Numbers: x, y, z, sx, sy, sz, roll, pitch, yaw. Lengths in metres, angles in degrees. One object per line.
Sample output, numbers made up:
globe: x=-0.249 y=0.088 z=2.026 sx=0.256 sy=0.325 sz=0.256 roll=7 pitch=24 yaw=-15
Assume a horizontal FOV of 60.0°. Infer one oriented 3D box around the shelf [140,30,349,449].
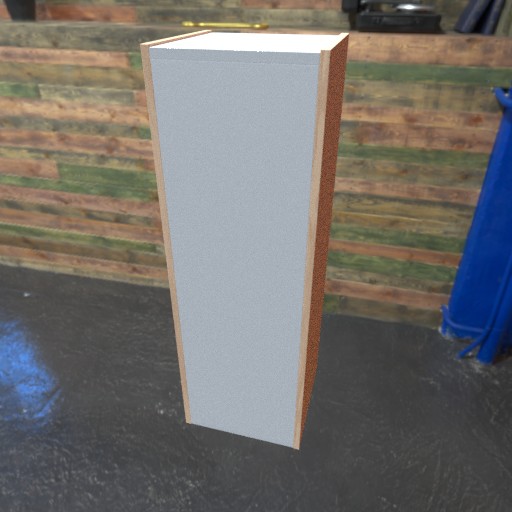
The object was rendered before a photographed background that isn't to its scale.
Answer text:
shelf: x=0.000 y=0.000 z=1.016 sx=0.300 sy=0.900 sz=0.290 roll=8 pitch=32 yaw=13
